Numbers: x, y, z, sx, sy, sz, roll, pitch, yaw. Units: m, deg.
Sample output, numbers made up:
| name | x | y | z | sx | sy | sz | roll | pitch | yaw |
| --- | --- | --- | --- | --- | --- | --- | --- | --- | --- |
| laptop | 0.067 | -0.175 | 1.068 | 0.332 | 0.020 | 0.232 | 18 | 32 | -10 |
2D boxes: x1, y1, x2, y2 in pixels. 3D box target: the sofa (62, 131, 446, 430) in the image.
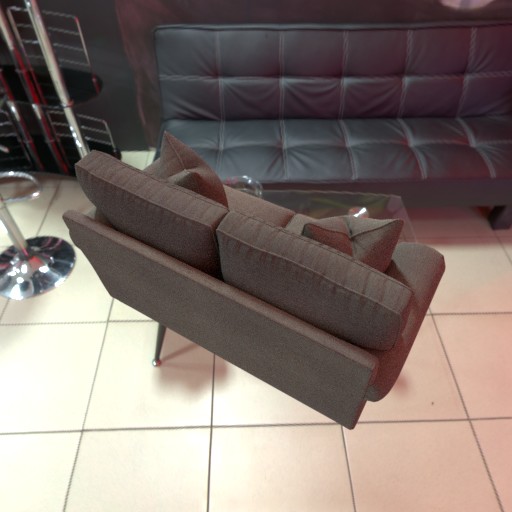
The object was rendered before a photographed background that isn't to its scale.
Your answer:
| name | x | y | z | sx | sy | sz | roll | pitch | yaw |
| --- | --- | --- | --- | --- | --- | --- | --- | --- | --- |
| sofa | 0.000 | 0.000 | 2.266 | 1.701 | 0.966 | 0.966 | 24 | 52 | 21 |
